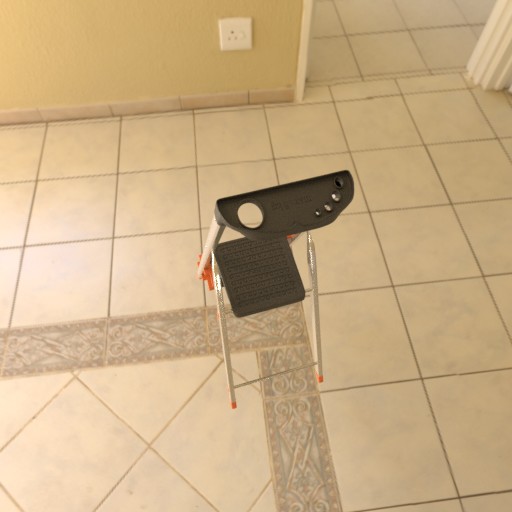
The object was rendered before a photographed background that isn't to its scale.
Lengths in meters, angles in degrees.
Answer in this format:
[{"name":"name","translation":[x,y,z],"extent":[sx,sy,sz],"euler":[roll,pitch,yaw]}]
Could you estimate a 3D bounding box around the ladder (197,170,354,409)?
[{"name":"ladder","translation":[0.000,0.000,1.543],"extent":[0.416,1.229,0.686],"euler":[-14,60,-8]}]
